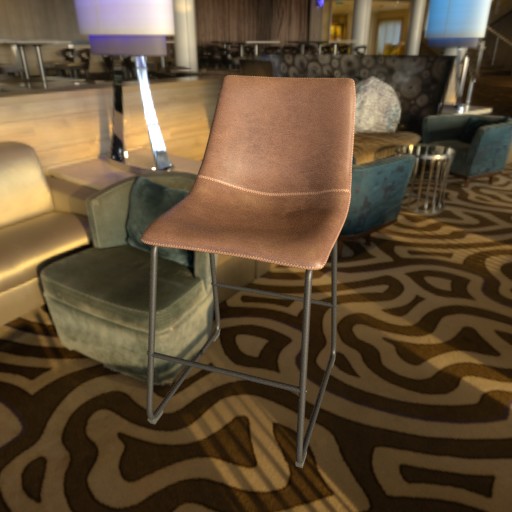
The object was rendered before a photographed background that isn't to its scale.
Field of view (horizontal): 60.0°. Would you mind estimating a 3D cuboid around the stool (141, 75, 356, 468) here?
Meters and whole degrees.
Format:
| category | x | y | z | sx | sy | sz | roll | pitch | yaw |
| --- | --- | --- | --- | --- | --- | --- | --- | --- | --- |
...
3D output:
| category | x | y | z | sx | sy | sz | roll | pitch | yaw |
| --- | --- | --- | --- | --- | --- | --- | --- | --- | --- |
| stool | 0.000 | 0.000 | 1.223 | 0.460 | 0.890 | 0.550 | 9 | 27 | 18 |
